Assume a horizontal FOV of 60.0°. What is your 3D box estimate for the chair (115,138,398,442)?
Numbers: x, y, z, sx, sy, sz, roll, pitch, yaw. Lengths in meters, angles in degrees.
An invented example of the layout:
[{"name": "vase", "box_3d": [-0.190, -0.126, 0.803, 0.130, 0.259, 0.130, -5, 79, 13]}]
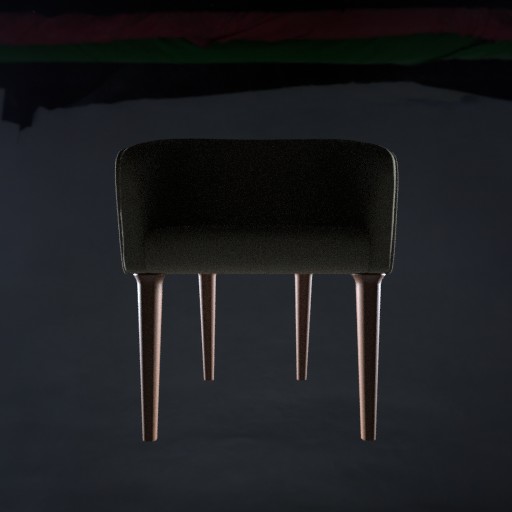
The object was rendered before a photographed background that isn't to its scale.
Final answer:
[{"name": "chair", "box_3d": [0.000, 0.000, 1.193, 0.584, 0.775, 0.616, 0, 0, -1]}]
